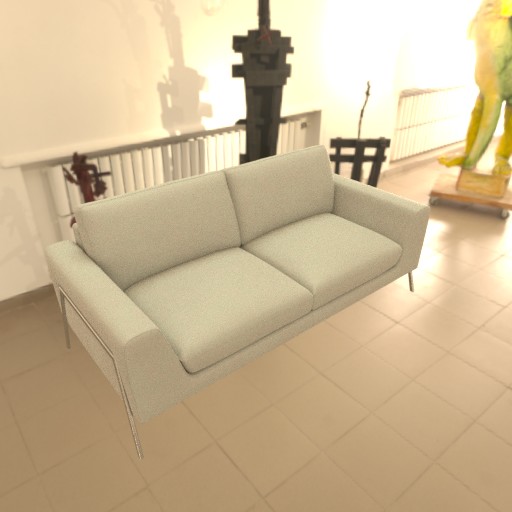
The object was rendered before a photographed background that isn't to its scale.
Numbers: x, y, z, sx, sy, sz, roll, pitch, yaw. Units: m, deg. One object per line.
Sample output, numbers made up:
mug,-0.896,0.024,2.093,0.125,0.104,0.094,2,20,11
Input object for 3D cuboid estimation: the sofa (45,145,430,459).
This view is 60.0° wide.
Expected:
sofa,0.000,0.000,2.540,2.017,0.875,0.953,-22,36,-33
